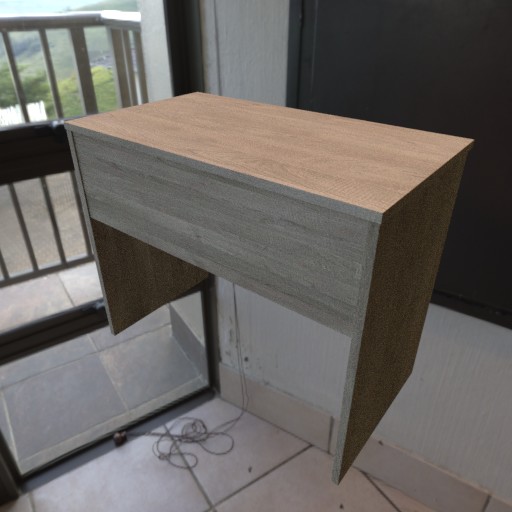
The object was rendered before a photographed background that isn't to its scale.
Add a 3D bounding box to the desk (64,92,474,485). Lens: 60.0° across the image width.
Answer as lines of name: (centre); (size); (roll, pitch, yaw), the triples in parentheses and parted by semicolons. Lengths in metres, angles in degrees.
desk: (0.000, 0.000, 1.279); (0.893, 0.724, 0.498); (22, 38, 32)
